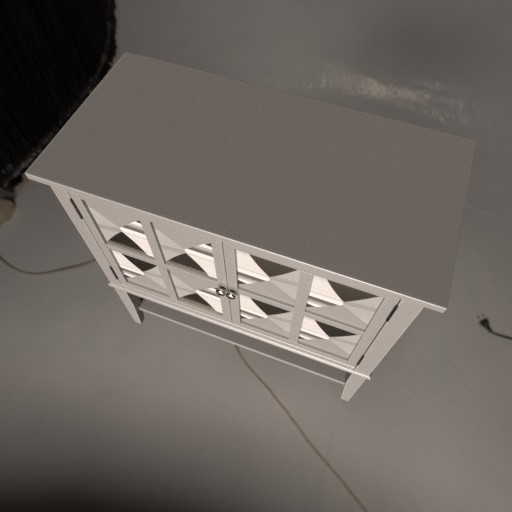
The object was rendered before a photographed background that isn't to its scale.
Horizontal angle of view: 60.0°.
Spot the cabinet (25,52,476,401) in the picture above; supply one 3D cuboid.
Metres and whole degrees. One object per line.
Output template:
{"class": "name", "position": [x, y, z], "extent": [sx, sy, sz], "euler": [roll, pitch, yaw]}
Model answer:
{"class": "cabinet", "position": [0.000, 0.000, 1.208], "extent": [0.801, 0.780, 0.396], "euler": [18, 61, 10]}
